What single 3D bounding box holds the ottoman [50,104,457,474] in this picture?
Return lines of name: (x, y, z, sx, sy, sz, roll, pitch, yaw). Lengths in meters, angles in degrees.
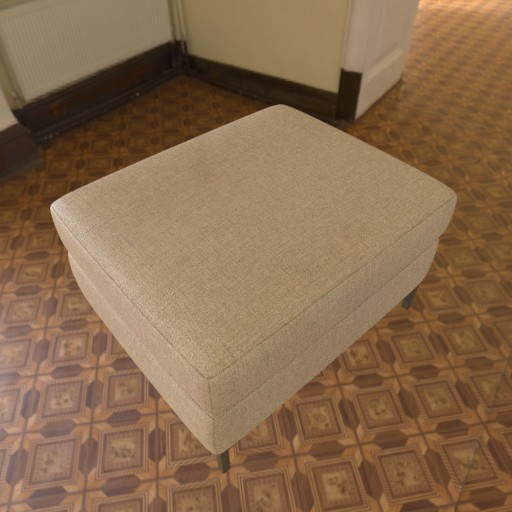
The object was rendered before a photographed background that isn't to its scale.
ottoman: (0.000, 0.000, 1.221, 0.820, 0.490, 0.671, -32, 53, -28)
